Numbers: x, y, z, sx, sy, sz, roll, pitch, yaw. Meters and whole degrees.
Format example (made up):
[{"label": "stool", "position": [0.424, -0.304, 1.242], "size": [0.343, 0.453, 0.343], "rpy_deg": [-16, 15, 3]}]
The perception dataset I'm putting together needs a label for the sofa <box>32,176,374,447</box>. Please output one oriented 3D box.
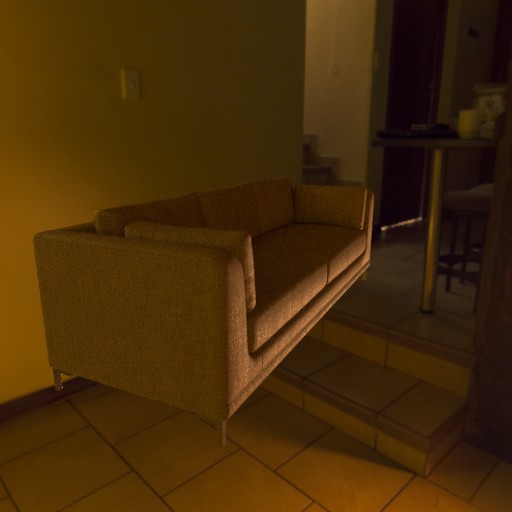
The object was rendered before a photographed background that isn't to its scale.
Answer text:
[{"label": "sofa", "position": [0.000, 0.000, 2.825], "size": [0.969, 0.867, 2.415], "rpy_deg": [7, 16, 26]}]
